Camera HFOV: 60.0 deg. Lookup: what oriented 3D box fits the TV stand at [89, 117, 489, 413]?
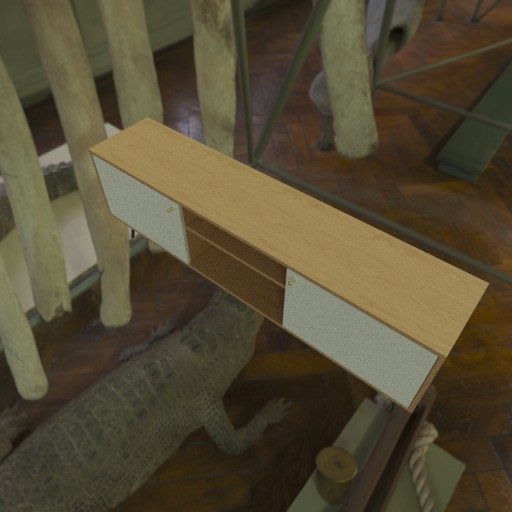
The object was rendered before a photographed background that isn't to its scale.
[{"bbox_3d":[0.000,0.000,2.023,1.760,0.580,0.400,31,54,25],"label":"TV stand"}]
